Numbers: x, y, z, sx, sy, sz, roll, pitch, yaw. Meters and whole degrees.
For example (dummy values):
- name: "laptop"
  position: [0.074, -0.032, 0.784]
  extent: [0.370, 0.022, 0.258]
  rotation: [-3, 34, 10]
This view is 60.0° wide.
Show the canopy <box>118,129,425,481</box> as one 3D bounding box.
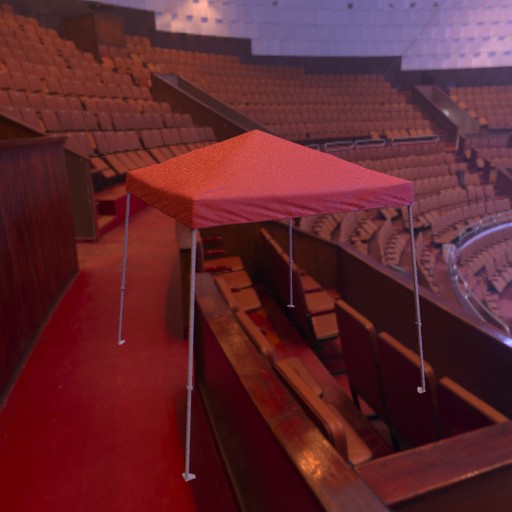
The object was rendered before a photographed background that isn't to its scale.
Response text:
- name: "canopy"
  position: [0.000, 0.000, 6.564]
  extent: [3.600, 3.600, 3.599]
  rotation: [-8, 18, -27]
